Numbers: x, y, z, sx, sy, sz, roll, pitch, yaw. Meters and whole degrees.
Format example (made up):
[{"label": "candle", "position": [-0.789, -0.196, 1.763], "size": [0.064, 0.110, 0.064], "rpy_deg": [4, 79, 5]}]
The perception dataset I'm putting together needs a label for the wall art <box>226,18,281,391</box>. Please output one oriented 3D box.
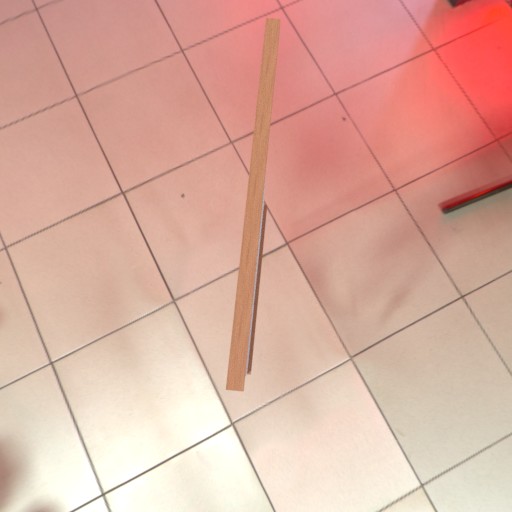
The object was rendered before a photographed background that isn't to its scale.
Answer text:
[{"label": "wall art", "position": [0.000, 0.000, 1.844], "size": [0.040, 1.510, 0.991], "rpy_deg": [5, 76, 1]}]
